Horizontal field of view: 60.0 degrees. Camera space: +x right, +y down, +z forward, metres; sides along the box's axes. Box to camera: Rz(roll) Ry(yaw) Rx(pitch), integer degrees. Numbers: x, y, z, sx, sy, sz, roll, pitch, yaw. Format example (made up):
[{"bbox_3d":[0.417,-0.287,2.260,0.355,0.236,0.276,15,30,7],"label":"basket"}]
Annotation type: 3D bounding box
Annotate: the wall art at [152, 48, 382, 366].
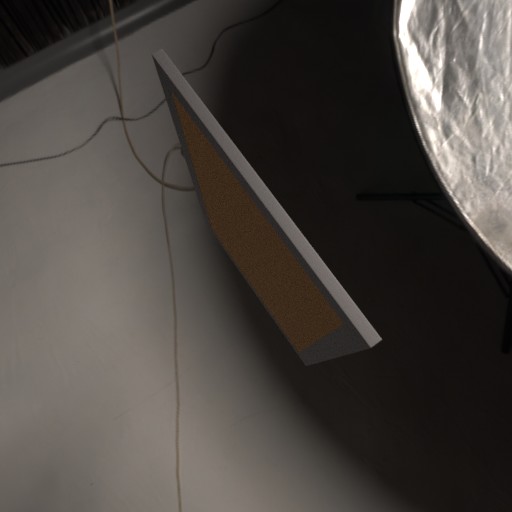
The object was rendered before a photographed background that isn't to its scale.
[{"bbox_3d":[0.000,0.000,0.695,0.013,0.534,0.380,-34,77,-9],"label":"wall art"}]
